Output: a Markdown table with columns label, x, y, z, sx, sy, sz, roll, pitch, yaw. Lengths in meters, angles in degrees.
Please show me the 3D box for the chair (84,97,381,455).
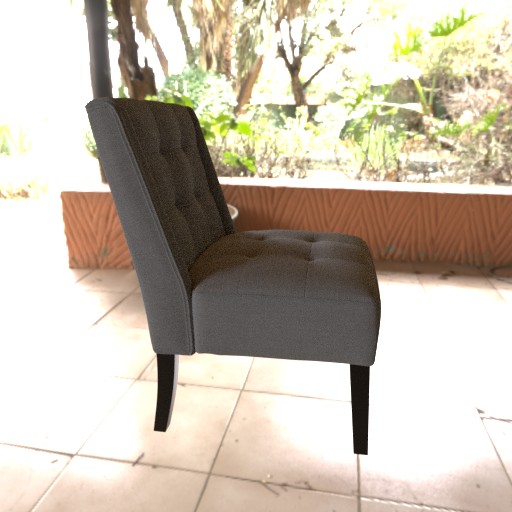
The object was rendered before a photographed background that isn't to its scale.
| label | x | y | z | sx | sy | sz | roll | pitch | yaw |
| --- | --- | --- | --- | --- | --- | --- | --- | --- | --- |
| chair | 0.000 | 0.000 | 1.281 | 0.676 | 0.853 | 0.569 | 3 | 17 | 9 |
